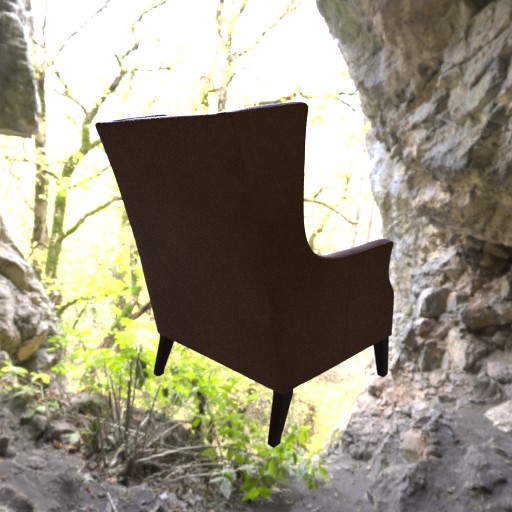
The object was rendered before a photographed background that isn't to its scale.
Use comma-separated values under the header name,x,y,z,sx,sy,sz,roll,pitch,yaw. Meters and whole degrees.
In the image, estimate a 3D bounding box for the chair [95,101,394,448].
name,x,y,z,sx,sy,sz,roll,pitch,yaw
chair,0.000,0.000,1.750,0.815,1.088,0.913,13,19,43
